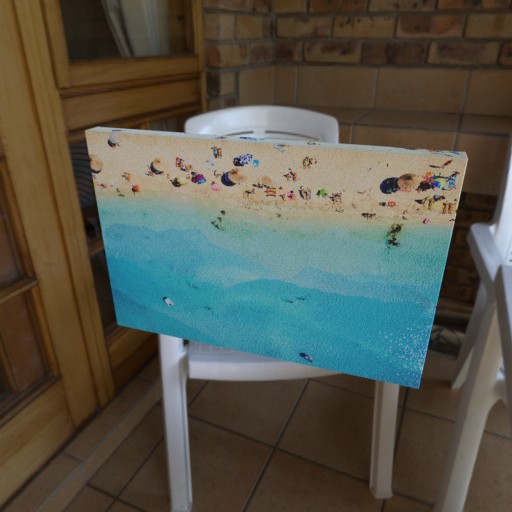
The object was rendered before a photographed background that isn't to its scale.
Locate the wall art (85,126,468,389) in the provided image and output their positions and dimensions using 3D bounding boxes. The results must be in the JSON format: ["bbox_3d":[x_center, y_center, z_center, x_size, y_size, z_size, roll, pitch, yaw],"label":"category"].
[{"bbox_3d":[0.000,0.000,1.150,0.894,0.595,0.057,8,28,16],"label":"wall art"}]
